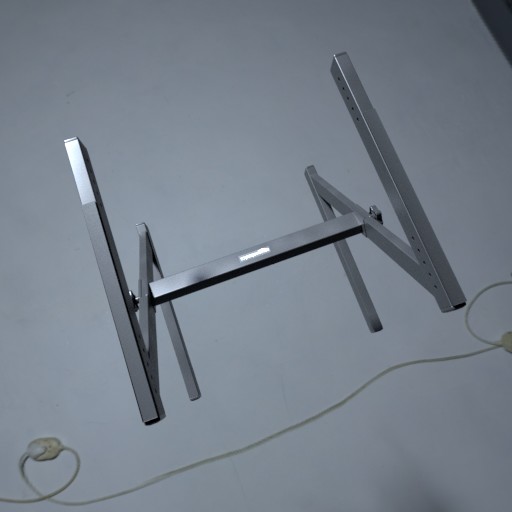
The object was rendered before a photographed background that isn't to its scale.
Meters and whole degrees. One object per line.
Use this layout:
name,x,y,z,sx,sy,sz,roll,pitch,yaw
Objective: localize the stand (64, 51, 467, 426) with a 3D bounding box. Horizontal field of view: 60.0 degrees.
stand,0.000,0.000,1.154,0.700,0.617,0.586,-19,77,-5
